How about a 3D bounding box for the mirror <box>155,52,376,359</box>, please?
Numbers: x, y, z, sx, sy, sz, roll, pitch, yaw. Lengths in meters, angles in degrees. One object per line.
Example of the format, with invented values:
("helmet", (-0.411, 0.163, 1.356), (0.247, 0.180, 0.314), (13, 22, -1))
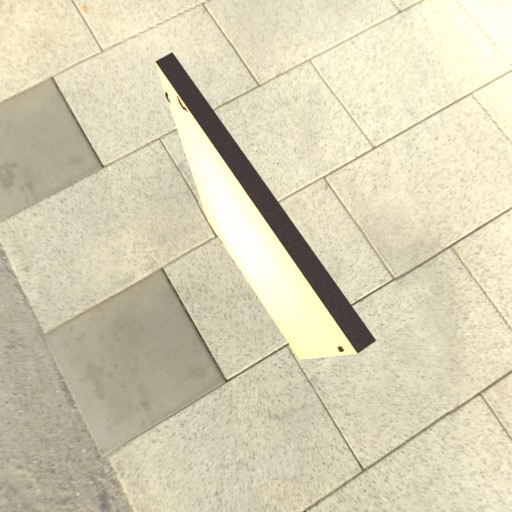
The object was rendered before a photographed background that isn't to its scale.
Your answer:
("mirror", (0.000, 0.000, 1.177), (0.041, 0.915, 0.609), (-32, 79, -7))
